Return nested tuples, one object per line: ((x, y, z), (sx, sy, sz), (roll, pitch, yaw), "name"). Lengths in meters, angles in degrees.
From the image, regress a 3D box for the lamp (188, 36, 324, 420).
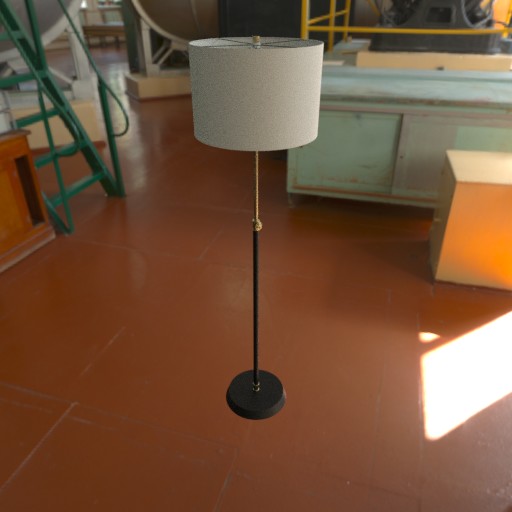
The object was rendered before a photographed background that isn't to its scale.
((0.000, 0.000, 1.704), (0.404, 1.517, 0.404), (-22, 37, -33), "lamp")
